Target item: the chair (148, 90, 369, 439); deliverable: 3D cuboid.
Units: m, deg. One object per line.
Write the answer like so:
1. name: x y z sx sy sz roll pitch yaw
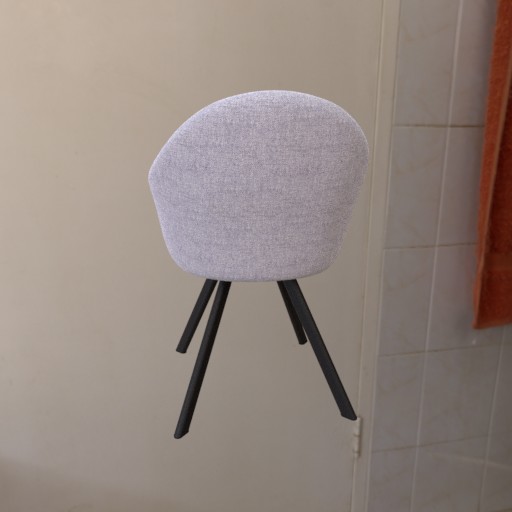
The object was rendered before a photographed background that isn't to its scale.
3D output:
1. chair: 0.000 0.000 1.184 0.540 0.780 0.570 -2 14 -9
